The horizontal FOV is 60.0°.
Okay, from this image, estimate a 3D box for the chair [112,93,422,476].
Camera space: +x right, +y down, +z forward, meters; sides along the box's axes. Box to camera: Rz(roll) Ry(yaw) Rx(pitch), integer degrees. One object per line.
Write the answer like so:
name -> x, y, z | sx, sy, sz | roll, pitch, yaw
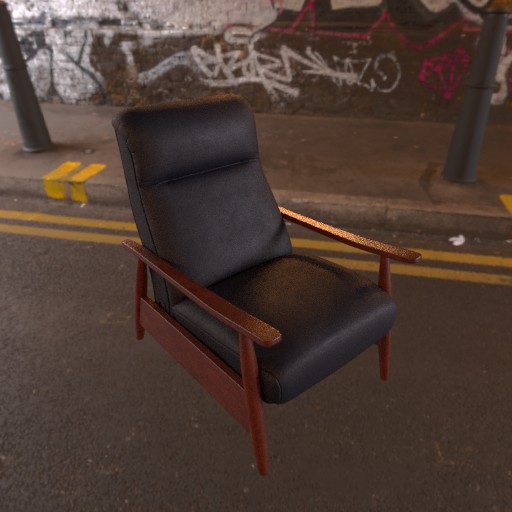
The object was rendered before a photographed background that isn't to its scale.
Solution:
chair -> 0.000, 0.000, 1.794 | 0.762, 1.082, 1.014 | -23, 37, -34
